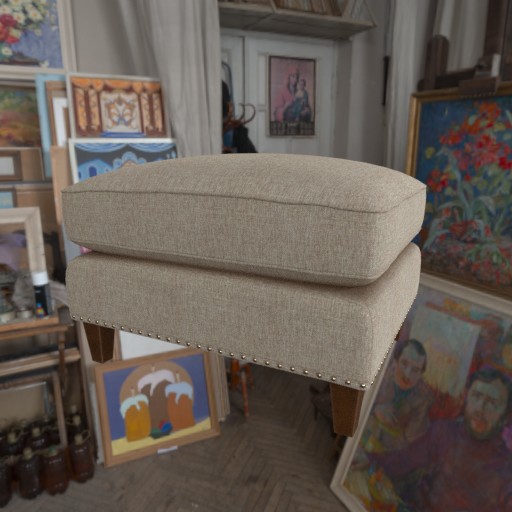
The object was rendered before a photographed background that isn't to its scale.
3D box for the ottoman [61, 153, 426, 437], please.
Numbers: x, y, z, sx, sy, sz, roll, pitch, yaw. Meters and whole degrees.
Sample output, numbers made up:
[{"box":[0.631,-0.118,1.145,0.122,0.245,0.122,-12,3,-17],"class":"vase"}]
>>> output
[{"box":[0.000,0.000,1.137,0.741,0.513,0.584,7,15,26],"class":"ottoman"}]
